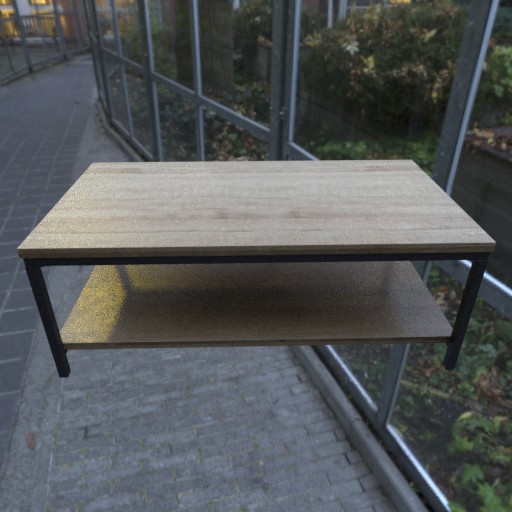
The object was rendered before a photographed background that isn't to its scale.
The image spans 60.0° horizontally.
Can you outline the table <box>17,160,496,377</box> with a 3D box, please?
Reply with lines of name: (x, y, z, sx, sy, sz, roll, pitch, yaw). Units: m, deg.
table: (0.000, 0.000, 1.327, 1.062, 0.393, 0.574, -1, 31, -1)
